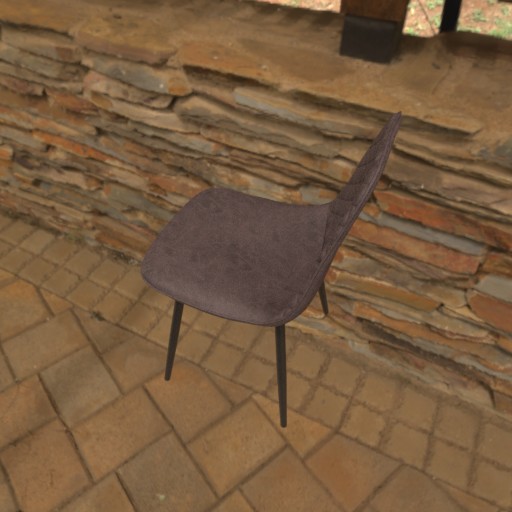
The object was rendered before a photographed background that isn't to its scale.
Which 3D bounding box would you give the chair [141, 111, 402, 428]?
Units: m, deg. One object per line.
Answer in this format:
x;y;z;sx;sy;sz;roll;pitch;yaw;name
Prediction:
0.000;0.000;1.206;0.561;0.889;0.472;17;48;15;chair
